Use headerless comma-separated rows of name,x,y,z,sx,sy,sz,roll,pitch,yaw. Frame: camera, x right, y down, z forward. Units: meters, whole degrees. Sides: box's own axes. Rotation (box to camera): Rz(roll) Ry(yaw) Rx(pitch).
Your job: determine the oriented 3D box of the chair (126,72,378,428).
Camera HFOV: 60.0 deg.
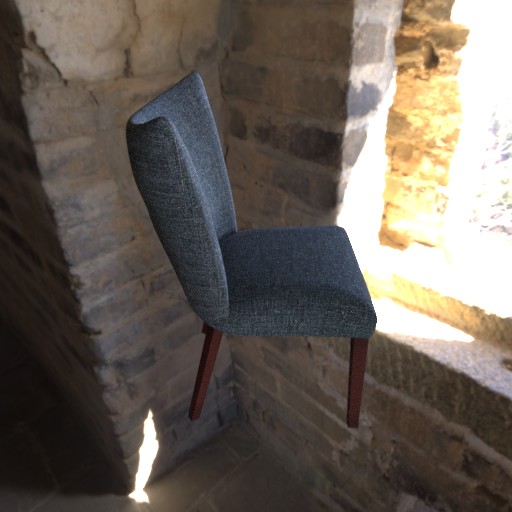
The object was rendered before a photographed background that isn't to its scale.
chair,0.000,0.000,1.291,0.623,0.924,0.535,0,31,0
